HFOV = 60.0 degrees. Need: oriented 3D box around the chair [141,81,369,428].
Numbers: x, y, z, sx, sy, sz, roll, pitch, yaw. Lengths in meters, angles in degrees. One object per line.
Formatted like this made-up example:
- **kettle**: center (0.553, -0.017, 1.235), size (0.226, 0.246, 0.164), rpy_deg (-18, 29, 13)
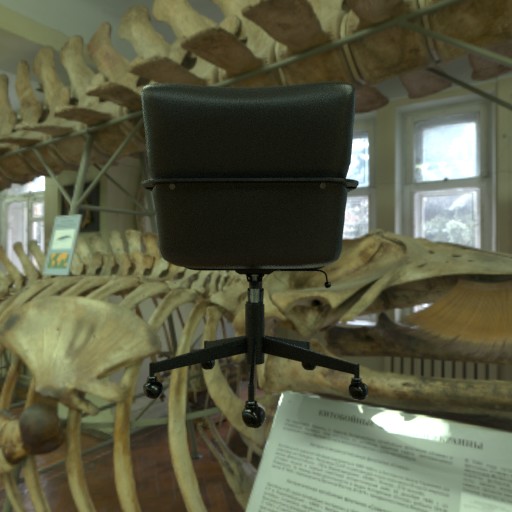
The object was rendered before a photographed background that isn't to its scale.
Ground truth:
- **chair**: center (0.000, 0.000, 1.522), size (0.719, 0.922, 0.748), rpy_deg (0, 0, 1)
